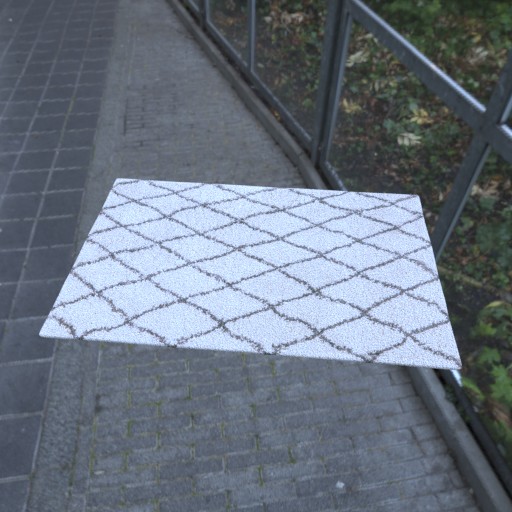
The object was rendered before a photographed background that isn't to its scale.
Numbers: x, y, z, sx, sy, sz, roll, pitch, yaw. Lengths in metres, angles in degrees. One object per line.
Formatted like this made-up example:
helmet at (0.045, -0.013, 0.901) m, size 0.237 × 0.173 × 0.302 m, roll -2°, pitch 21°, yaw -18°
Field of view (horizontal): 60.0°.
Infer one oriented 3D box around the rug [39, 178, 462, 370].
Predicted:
rug at (0.000, 0.000, 3.053) m, size 2.438 × 0.030 × 1.524 m, roll 4°, pitch 47°, yaw 4°
